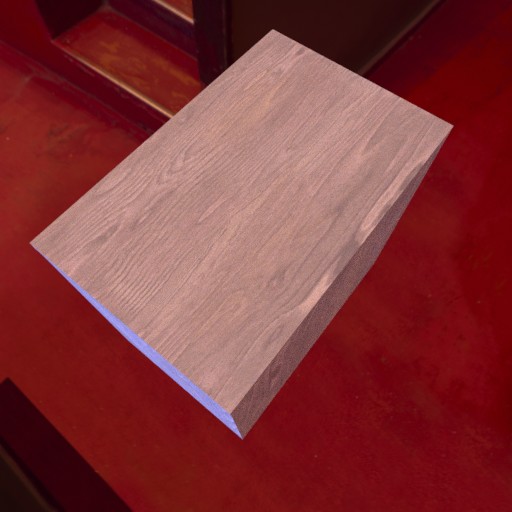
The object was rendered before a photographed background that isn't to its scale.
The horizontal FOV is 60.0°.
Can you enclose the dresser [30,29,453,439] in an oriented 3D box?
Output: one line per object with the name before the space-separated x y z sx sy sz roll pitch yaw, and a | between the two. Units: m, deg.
dresser | 0.000 0.000 1.307 0.529 0.762 0.809 36 70 16
